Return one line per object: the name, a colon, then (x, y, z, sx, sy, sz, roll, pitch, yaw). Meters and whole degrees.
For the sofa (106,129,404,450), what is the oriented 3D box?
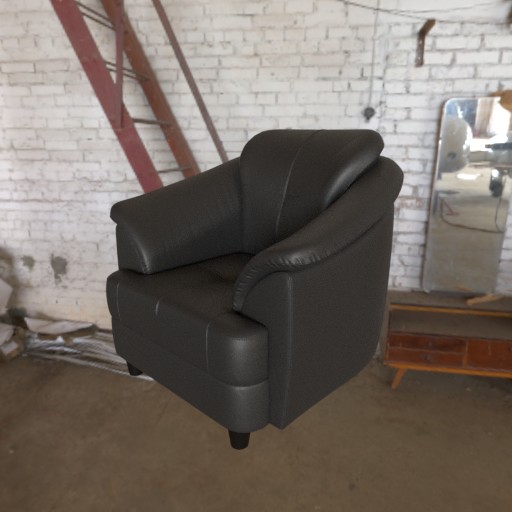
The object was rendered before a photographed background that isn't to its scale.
sofa: (0.000, 0.000, 1.474, 0.870, 0.811, 0.794, 15, 22, 42)
